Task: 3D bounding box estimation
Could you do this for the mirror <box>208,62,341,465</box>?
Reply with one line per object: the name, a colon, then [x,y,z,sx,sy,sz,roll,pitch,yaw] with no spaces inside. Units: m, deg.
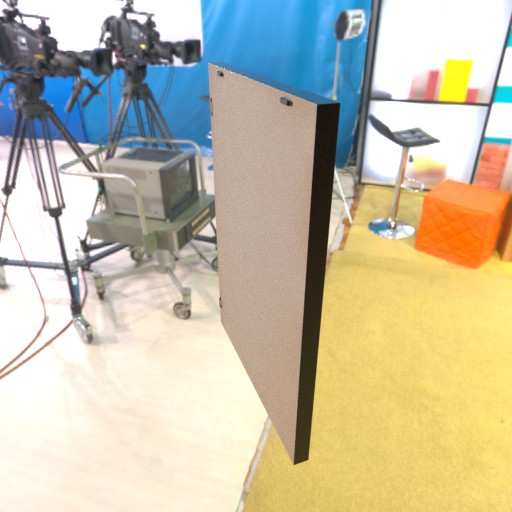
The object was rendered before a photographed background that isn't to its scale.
mirror: [0.000,0.000,0.942,0.039,0.710,0.507,-11,31,-18]
